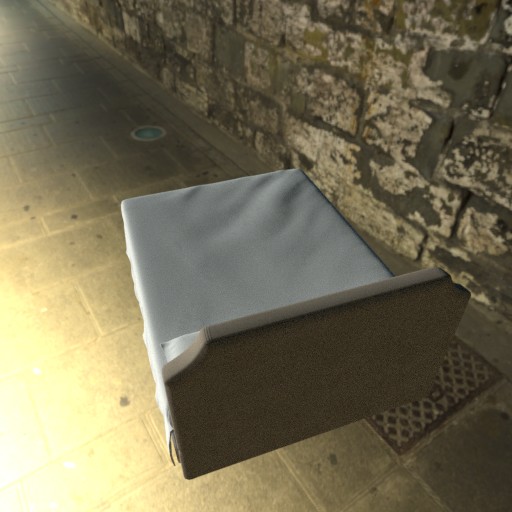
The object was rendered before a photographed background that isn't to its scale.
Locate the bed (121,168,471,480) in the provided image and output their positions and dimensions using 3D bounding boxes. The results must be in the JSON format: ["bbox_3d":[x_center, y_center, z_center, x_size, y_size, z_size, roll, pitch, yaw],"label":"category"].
[{"bbox_3d":[0.000,0.000,3.519,1.977,1.293,2.498,-13,42,-15],"label":"bed"}]
